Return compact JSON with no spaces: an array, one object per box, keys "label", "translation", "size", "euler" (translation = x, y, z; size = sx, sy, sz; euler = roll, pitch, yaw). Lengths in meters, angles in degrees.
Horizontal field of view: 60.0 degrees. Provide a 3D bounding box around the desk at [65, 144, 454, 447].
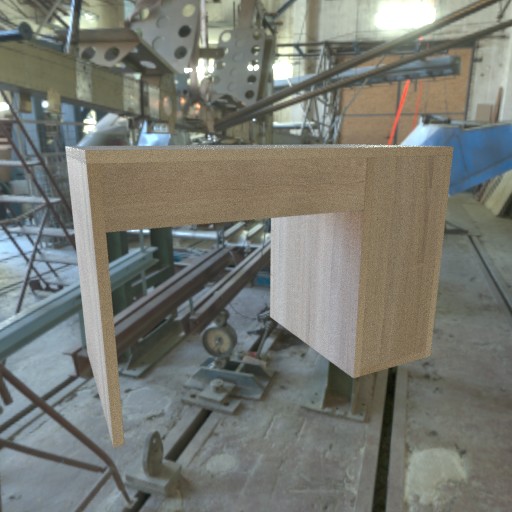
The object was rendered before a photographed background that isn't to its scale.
[{"label":"desk","translation":[0.000,0.000,1.522],"size":[1.100,0.731,0.600],"euler":[-7,17,-25]}]
